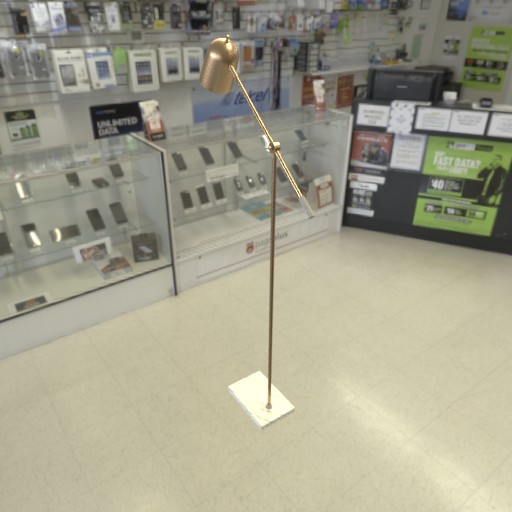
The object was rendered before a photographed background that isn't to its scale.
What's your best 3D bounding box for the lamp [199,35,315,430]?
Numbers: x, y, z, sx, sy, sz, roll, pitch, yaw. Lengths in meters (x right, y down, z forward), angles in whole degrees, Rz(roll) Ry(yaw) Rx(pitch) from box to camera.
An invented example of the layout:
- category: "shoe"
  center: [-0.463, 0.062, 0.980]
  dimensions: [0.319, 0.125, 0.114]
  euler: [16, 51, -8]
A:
- category: "lamp"
  center: [0.000, 0.000, 1.802]
  dimensions: [0.194, 1.594, 0.653]
  euler: [-19, 35, -29]
